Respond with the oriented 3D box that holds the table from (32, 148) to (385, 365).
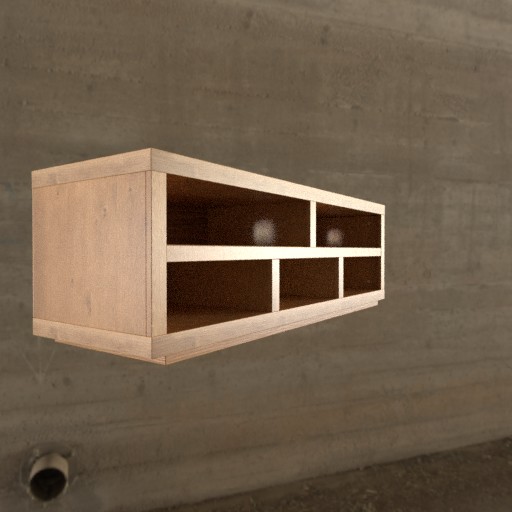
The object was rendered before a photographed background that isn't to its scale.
[{"bbox_3d":[0.000,0.000,1.725,0.499,0.491,1.499,0,1,35],"label":"table"}]
